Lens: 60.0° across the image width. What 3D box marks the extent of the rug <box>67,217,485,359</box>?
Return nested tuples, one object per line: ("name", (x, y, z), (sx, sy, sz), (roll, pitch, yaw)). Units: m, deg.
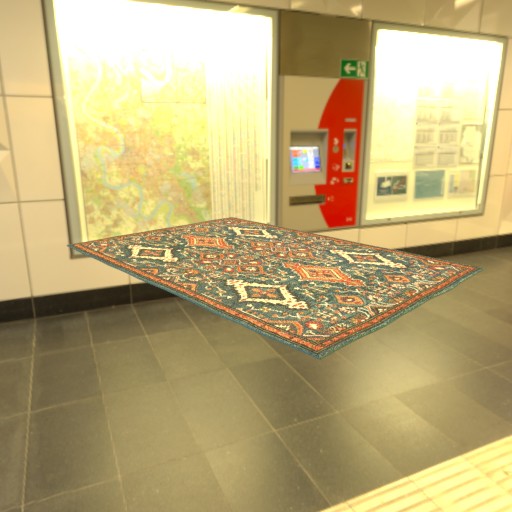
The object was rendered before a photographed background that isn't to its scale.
("rug", (0.000, 0.000, 2.971), (1.622, 0.009, 2.373), (-14, 21, -42))
